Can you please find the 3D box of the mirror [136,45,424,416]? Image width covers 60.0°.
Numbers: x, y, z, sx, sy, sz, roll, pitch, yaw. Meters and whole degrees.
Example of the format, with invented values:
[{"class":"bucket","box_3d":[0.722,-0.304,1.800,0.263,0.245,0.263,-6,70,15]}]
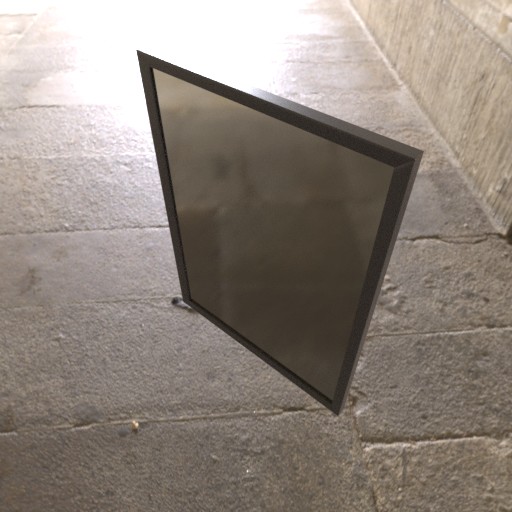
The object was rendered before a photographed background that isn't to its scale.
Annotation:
[{"class":"mirror","box_3d":[0.000,0.000,1.319,0.762,1.016,0.040,31,53,27]}]
